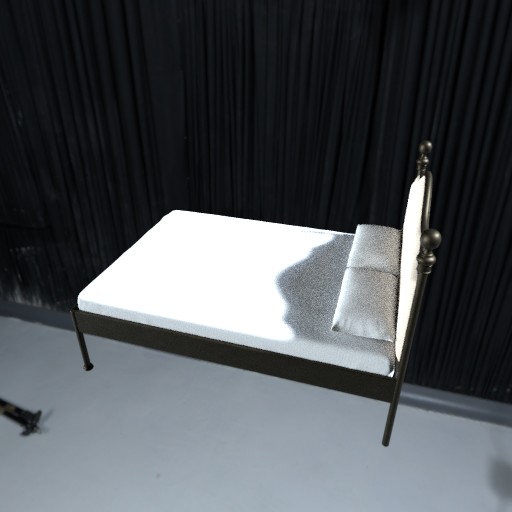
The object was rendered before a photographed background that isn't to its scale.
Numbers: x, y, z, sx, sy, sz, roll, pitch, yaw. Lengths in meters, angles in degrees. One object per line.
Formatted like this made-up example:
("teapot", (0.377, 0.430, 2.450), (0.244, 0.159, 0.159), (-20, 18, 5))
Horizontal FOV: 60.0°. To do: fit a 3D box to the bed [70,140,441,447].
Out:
("bed", (0.000, 0.000, 3.180), (2.170, 1.462, 1.533), (9, 32, 15))
